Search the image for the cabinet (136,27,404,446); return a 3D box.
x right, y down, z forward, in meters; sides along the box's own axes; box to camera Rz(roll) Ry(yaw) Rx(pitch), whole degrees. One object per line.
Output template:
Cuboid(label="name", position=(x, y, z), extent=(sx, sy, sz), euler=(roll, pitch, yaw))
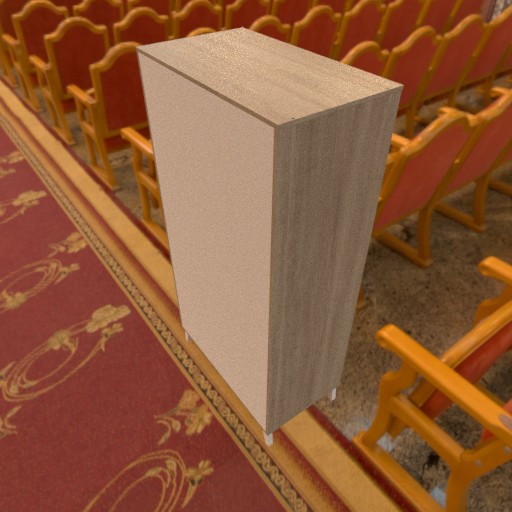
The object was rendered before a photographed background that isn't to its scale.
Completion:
Cuboid(label="cabinet", position=(0.000, 0.000, 2.407), extent=(0.571, 1.999, 1.006), euler=(-25, 46, -27))
